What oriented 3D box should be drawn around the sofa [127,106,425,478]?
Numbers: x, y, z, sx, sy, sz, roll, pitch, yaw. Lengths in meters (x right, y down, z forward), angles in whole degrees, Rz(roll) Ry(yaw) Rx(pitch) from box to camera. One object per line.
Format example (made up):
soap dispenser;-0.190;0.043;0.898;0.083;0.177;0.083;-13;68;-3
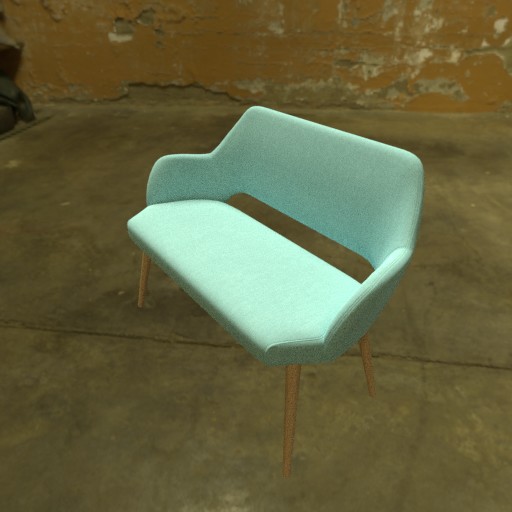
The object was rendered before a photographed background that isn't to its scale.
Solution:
sofa;0.000;0.000;1.588;0.610;0.840;1.150;-21;37;-31
